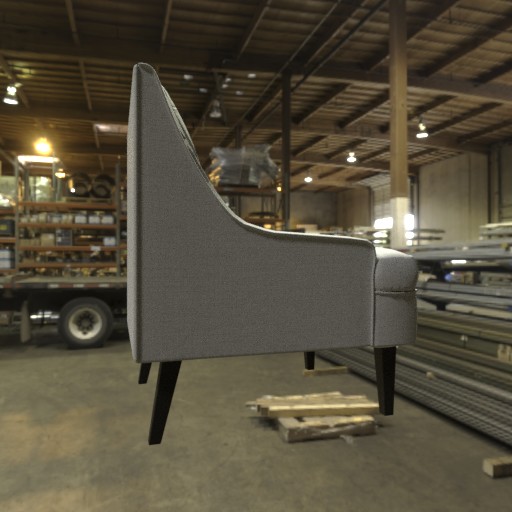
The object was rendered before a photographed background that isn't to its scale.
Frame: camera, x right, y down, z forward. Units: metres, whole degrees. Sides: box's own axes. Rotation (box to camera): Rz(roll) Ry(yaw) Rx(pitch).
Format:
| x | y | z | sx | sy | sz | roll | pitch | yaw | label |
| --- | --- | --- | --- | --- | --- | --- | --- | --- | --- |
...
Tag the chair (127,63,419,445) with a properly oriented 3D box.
| x | y | z | sx | sy | sz | roll | pitch | yaw | label |
| --- | --- | --- | --- | --- | --- | --- | --- | --- | --- |
| 0.000 | 0.000 | 1.406 | 0.772 | 0.891 | 0.658 | 0 | 0 | -17 | chair |
